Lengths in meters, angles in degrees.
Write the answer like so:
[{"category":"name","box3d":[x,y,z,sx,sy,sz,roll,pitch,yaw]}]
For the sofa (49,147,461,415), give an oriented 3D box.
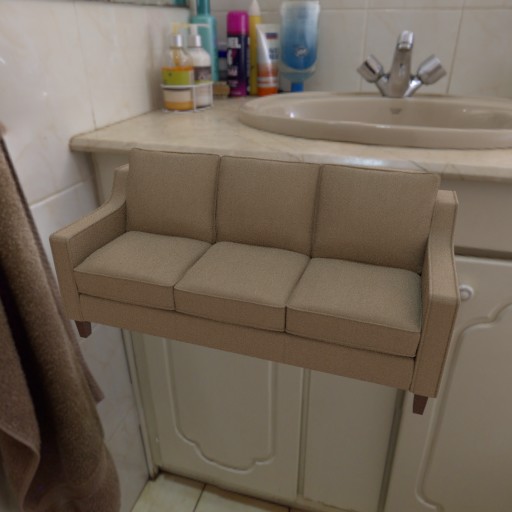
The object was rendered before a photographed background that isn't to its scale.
[{"category":"sofa","box3d":[0.000,0.000,2.456,1.986,0.974,0.911,8,28,16]}]
